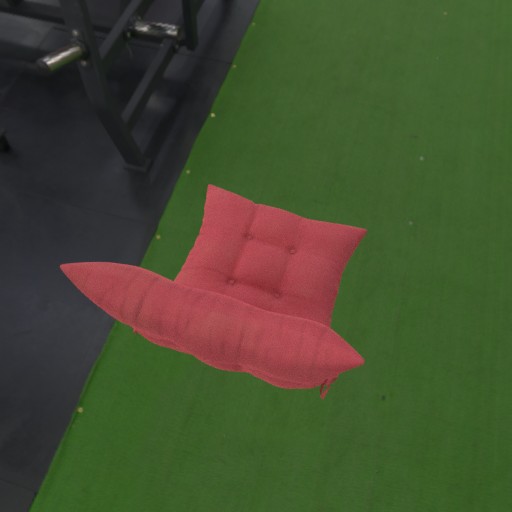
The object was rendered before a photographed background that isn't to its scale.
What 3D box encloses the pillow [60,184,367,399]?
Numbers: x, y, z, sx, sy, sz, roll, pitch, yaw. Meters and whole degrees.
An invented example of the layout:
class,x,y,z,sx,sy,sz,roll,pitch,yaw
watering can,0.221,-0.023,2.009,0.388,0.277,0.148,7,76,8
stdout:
class,x,y,z,sx,sy,sz,roll,pitch,yaw
pillow,0.000,0.000,1.023,0.541,0.536,0.585,17,64,8
